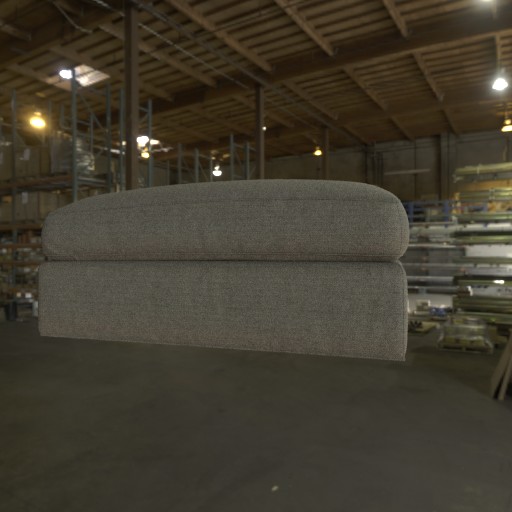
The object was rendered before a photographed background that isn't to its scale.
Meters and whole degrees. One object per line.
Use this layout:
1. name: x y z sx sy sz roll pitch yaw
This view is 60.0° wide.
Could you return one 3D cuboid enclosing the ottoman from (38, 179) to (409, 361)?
1. ottoman: 0.000 0.000 1.620 1.041 0.470 1.041 0 0 18
